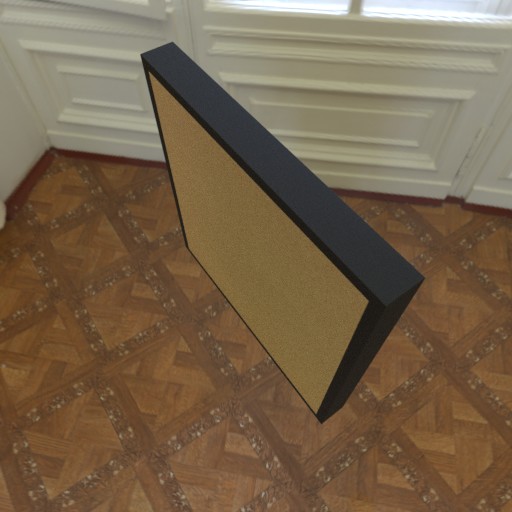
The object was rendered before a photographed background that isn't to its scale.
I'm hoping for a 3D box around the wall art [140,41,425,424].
[{"bbox_3d":[0.000,0.000,0.457,0.033,0.304,0.305,-31,62,-18],"label":"wall art"}]
